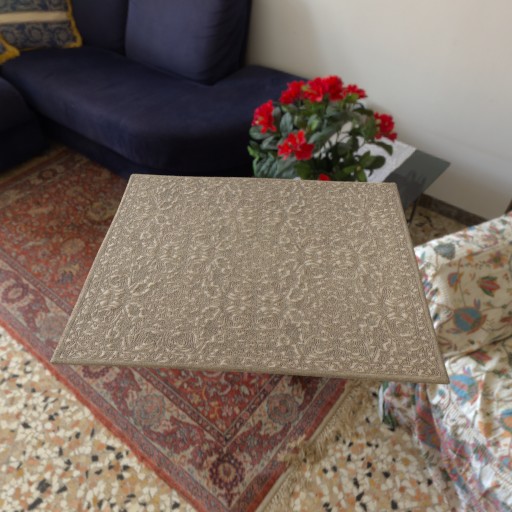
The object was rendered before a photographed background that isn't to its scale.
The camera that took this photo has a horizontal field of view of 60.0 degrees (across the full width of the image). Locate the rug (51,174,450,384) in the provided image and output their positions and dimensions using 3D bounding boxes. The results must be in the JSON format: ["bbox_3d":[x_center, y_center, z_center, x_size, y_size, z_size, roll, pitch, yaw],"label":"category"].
[{"bbox_3d":[0.000,0.000,4.183,3.017,0.035,2.472,2,46,2],"label":"rug"}]
